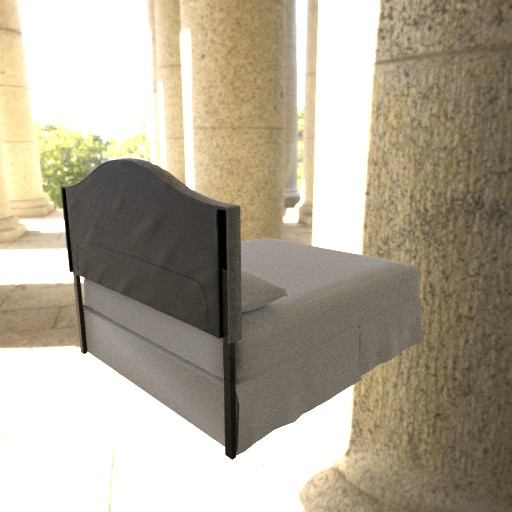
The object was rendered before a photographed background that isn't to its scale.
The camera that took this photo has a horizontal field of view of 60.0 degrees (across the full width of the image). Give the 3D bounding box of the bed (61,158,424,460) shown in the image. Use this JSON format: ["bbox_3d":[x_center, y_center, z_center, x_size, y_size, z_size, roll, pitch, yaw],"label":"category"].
[{"bbox_3d":[0.000,0.000,2.965,1.610,1.295,1.870,13,18,43],"label":"bed"}]
